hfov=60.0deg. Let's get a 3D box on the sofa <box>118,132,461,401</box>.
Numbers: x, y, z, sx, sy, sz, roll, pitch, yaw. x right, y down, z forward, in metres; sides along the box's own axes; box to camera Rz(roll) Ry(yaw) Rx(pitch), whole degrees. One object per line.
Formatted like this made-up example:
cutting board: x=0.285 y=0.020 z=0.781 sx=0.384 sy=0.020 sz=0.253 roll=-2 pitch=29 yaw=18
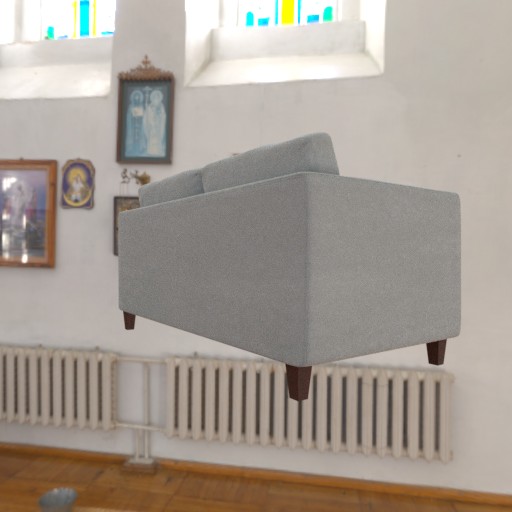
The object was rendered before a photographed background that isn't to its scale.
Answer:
sofa: x=0.000 y=0.000 z=2.434 sx=0.950 sy=0.963 sz=1.884 roll=0 pitch=1 yaw=-35
